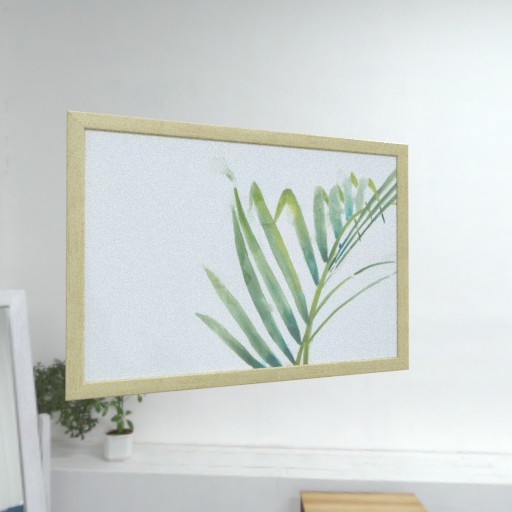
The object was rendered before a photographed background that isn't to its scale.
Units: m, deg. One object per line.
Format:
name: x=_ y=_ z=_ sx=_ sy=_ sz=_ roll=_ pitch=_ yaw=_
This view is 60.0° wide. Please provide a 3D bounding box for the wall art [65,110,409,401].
wall art: x=0.000 y=0.000 z=0.678 sx=0.533 sy=0.381 sz=0.032 roll=0 pitch=-1 yaw=-18
